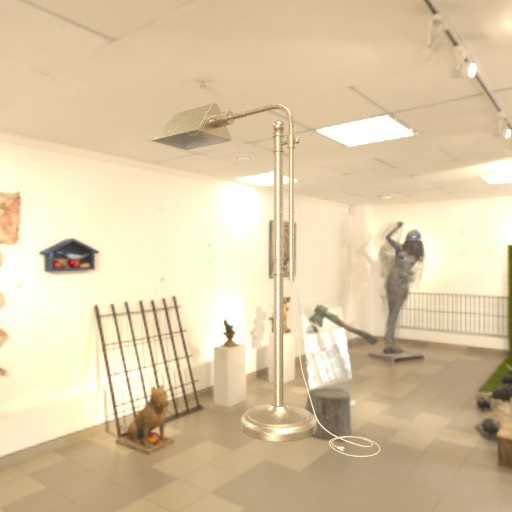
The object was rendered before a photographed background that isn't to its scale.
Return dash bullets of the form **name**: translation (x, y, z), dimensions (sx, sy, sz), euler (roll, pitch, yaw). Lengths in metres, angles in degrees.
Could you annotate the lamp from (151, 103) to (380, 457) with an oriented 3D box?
- **lamp**: translation (0.000, 0.000, 0.958), dimensions (0.546, 0.708, 0.159), euler (0, 0, 37)
